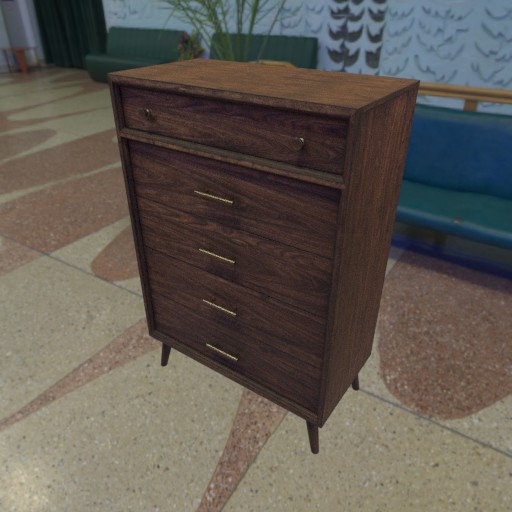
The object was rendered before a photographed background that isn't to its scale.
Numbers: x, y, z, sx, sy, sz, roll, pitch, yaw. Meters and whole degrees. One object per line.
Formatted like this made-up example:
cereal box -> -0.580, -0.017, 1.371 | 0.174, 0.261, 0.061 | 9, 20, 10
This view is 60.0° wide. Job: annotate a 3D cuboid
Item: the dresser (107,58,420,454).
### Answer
dresser -> 0.000, 0.000, 1.800 | 0.919, 1.365, 0.498 | 20, 36, 29
